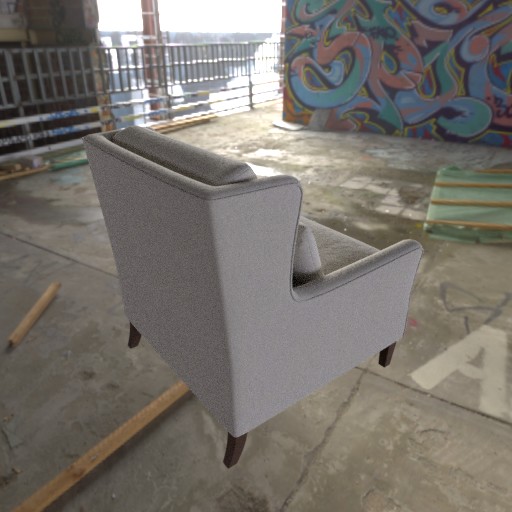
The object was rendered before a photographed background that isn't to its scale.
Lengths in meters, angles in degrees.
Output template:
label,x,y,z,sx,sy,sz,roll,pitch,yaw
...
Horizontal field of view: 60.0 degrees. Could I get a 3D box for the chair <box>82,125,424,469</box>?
label,x,y,z,sx,sy,sz,roll,pitch,yaw
chair,0.000,0.000,1.893,1.040,1.056,0.982,-19,33,-33
